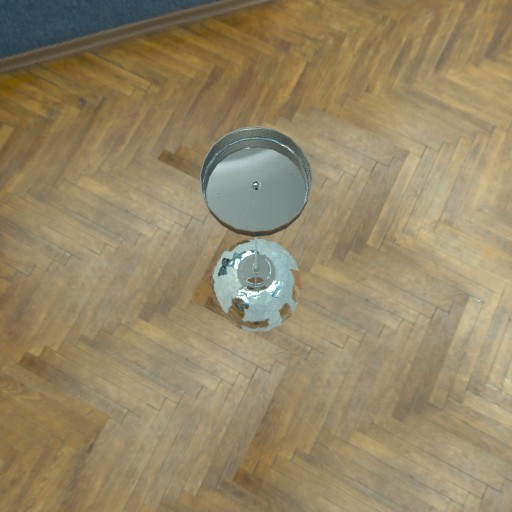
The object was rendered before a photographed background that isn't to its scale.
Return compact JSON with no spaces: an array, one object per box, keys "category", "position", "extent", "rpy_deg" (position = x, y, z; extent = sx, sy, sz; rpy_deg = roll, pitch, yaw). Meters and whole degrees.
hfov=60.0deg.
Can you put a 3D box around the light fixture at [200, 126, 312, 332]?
[{"category":"light fixture","position":[0.000,0.000,1.728],"extent":[0.496,1.511,0.500],"rpy_deg":[-15,77,-4]}]
